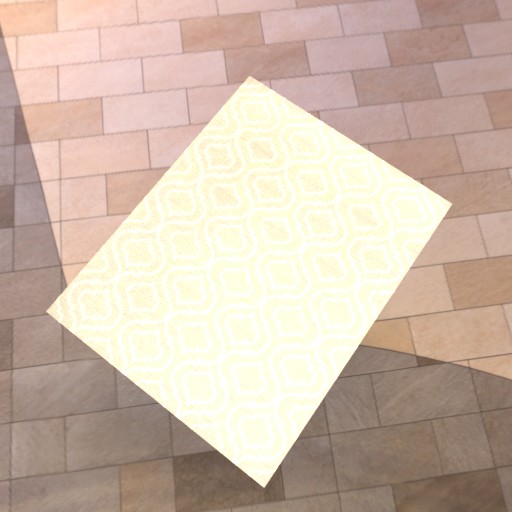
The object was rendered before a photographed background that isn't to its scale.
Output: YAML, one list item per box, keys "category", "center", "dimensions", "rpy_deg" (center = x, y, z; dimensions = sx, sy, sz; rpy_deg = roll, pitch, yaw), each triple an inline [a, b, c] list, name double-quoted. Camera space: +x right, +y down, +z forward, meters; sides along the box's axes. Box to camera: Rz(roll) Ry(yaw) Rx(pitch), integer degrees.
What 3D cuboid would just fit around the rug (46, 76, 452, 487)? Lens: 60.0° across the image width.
- category: "rug"
  center: [0.000, 0.000, 3.883]
  dimensions: [2.283, 0.006, 2.892]
  rpy_deg: [35, 78, 9]
